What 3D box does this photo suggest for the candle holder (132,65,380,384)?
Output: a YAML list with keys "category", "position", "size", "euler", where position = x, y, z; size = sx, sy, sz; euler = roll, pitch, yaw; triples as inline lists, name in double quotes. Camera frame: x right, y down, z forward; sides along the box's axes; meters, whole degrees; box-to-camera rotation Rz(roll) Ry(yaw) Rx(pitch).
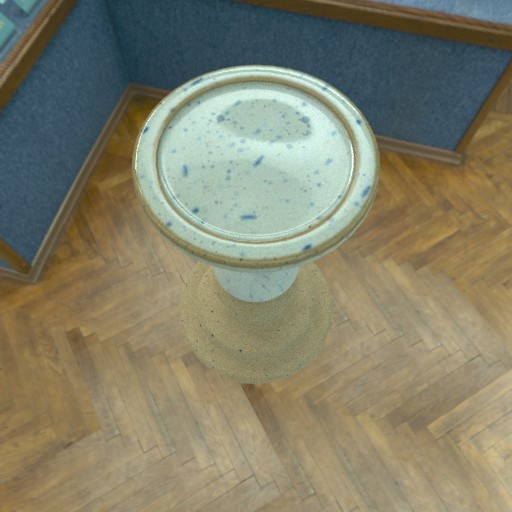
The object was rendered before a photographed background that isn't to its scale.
- category: "candle holder"
  position: [0.000, 0.000, 0.275]
  size: [0.123, 0.202, 0.123]
  euler: [0, 65, 0]
